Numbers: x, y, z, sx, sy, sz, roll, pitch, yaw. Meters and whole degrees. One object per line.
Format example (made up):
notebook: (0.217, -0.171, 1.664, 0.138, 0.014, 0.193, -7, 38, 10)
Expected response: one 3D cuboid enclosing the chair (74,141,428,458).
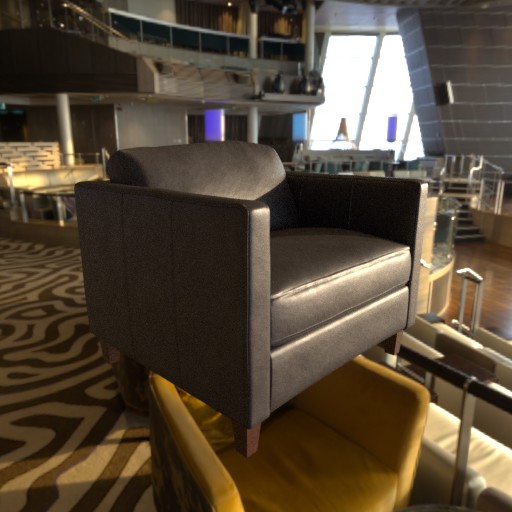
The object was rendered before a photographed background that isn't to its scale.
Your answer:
chair: (0.000, 0.000, 1.607, 0.862, 0.811, 0.939, 14, 20, 42)
